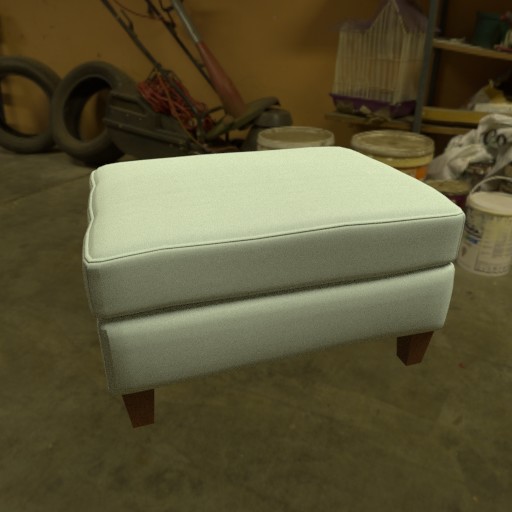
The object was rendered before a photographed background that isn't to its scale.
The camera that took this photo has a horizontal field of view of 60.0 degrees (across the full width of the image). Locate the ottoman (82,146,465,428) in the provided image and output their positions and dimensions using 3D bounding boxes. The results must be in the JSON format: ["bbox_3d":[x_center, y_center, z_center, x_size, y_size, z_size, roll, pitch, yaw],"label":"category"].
[{"bbox_3d":[0.000,0.000,1.205,0.818,0.496,0.634,-8,28,-15],"label":"ottoman"}]
